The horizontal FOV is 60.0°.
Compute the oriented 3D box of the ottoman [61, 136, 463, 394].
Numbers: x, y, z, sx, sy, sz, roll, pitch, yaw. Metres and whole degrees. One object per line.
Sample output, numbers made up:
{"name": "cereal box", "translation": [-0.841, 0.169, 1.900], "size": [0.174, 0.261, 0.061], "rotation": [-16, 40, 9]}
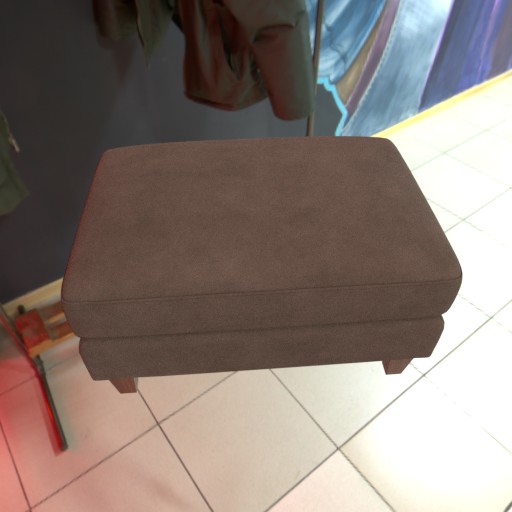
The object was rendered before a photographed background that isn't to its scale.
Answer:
{"name": "ottoman", "translation": [0.000, 0.000, 1.217], "size": [0.864, 0.483, 0.584], "rotation": [-3, 46, -3]}
